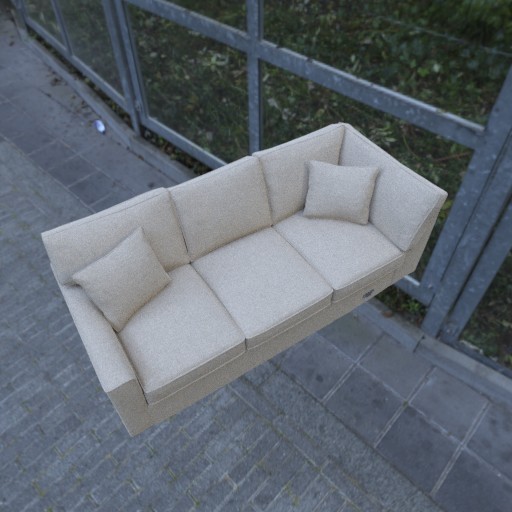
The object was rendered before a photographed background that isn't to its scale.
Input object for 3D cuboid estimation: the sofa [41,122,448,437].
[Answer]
[{"bbox_3d":[0.000,0.000,2.907,2.317,0.962,1.061,-26,52,-22],"label":"sofa"}]
